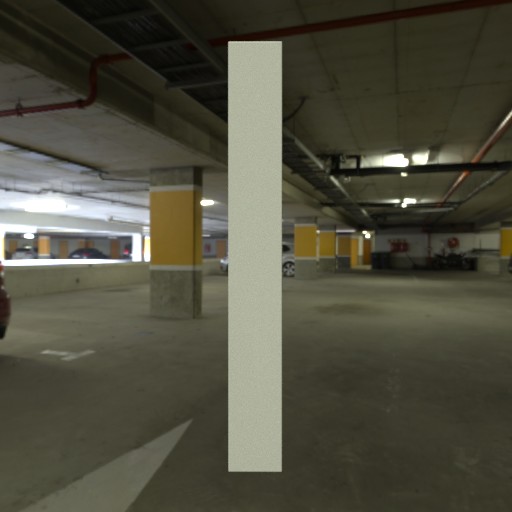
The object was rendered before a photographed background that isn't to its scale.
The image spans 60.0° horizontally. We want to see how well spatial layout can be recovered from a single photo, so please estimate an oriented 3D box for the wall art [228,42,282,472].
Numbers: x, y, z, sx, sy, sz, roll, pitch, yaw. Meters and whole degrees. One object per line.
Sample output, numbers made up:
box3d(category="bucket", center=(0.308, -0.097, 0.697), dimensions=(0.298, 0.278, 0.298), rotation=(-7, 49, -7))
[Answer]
box3d(category="wall art", center=(0.000, 0.000, 0.466), dimensions=(0.038, 0.305, 0.305), rotation=(0, 0, 0))
